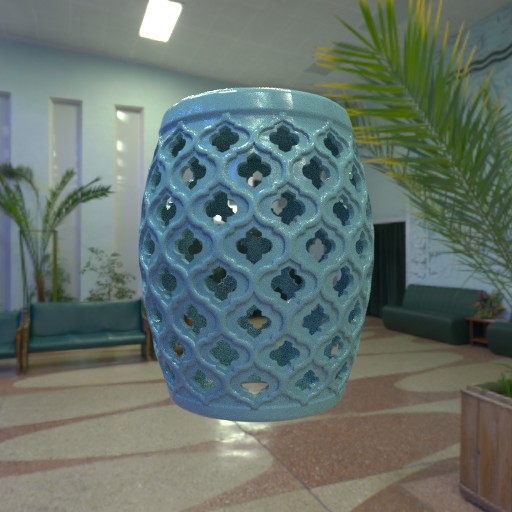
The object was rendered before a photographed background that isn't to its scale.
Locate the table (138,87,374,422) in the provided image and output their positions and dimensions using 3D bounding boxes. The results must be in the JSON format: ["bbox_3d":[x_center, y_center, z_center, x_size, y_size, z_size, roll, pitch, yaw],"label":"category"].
[{"bbox_3d":[0.000,0.000,0.632,0.325,0.388,0.325,0,0,0],"label":"table"}]
